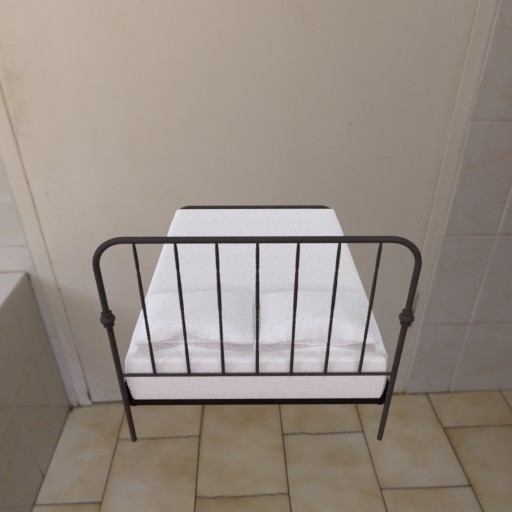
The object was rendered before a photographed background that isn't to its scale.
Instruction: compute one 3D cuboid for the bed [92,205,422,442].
[{"bbox_3d":[0.000,0.000,3.290,1.616,1.446,2.134,0,31,0],"label":"bed"}]
